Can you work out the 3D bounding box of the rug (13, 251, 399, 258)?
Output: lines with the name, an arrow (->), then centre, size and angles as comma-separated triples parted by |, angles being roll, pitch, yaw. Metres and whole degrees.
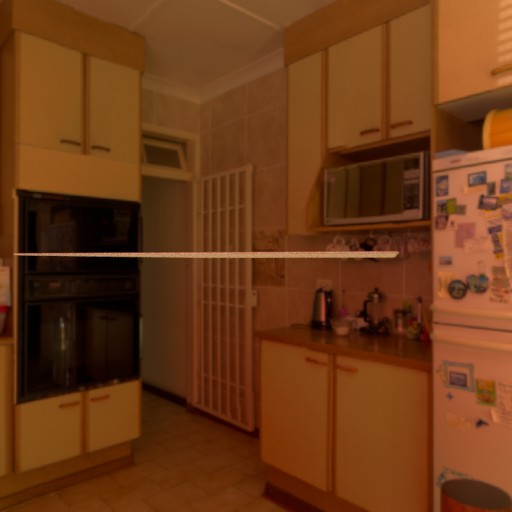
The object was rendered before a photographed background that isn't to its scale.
rug -> 0.000, 0.000, 4.033 | 2.434, 0.013, 3.057 | 0, -1, 17
